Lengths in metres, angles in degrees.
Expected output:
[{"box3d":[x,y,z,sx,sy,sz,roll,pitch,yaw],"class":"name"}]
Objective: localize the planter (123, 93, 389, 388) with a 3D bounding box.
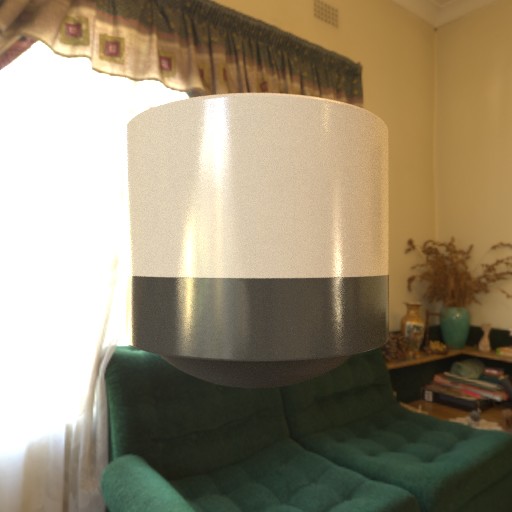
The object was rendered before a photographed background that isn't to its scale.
[{"box3d":[0.000,0.000,0.336,0.193,0.177,0.193,0,-1,0],"class":"planter"}]
